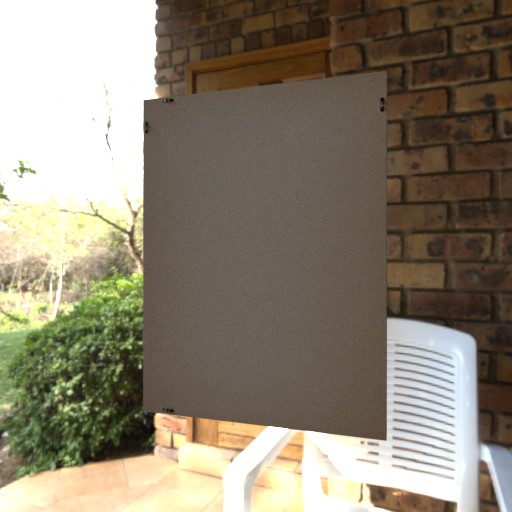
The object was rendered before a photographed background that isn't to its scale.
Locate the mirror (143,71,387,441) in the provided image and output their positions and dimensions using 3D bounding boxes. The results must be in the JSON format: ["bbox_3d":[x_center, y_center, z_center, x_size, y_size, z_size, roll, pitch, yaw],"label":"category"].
[{"bbox_3d":[0.000,0.000,1.345,0.762,1.016,0.040,0,0,17],"label":"mirror"}]
